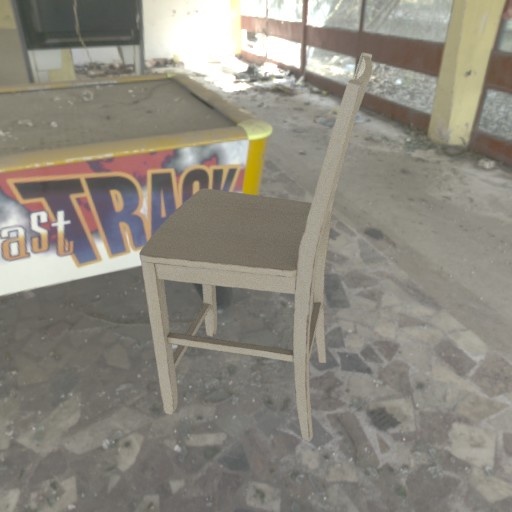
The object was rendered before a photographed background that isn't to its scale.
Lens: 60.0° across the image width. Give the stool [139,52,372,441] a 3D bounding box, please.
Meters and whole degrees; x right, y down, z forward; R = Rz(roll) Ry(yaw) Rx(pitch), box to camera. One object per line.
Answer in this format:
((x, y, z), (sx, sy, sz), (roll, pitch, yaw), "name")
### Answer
((0.000, 0.000, 1.324), (0.539, 1.079, 0.462), (8, 32, 13), "stool")
